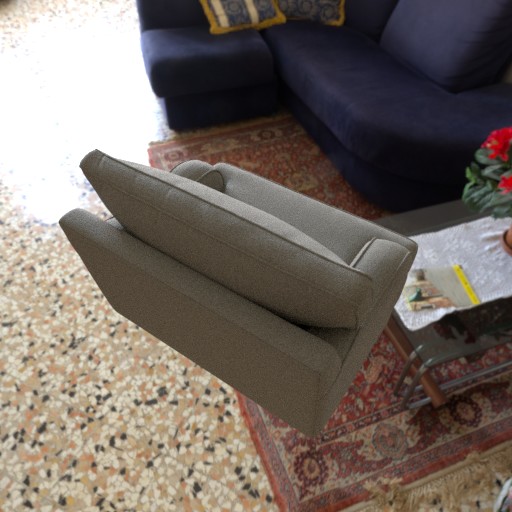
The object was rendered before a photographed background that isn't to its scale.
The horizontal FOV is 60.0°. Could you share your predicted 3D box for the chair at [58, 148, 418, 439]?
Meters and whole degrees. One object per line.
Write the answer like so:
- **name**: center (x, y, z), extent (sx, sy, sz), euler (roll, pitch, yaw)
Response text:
- **chair**: center (0.000, 0.000, 2.016), extent (1.220, 1.016, 1.040), euler (27, 52, 23)
